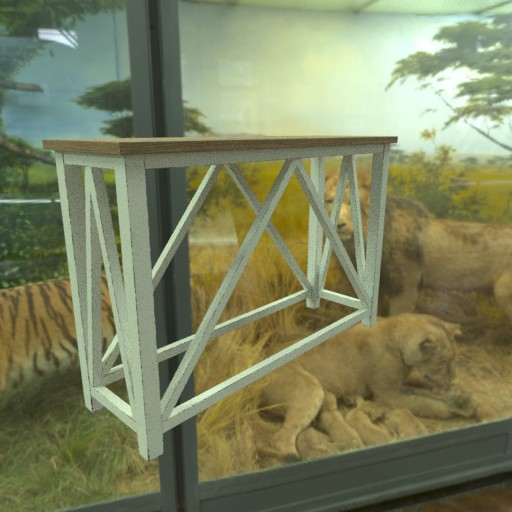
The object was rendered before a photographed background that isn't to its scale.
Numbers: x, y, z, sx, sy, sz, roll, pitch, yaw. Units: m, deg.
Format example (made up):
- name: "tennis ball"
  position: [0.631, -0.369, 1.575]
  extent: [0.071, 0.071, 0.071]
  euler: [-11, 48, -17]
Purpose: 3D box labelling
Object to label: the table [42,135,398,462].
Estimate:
- name: "table"
  position: [0.000, 0.000, 1.802]
  extent: [0.450, 0.930, 1.400]
  euler: [15, 21, 42]
